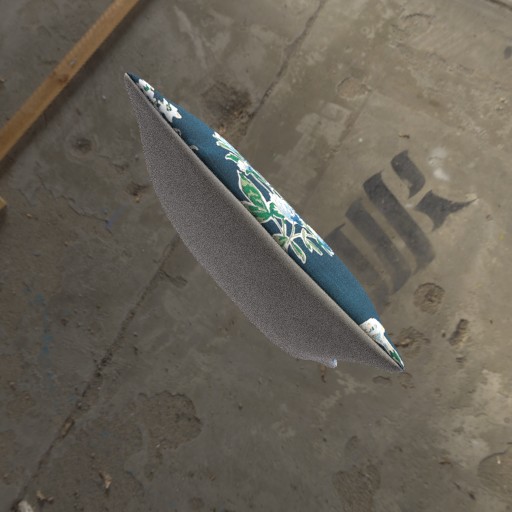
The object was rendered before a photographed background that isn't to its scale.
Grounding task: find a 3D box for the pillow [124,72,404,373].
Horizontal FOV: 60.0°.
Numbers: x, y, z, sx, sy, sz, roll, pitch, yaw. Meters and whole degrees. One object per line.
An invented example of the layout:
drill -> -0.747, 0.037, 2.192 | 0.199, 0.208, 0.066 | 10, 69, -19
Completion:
pillow -> 0.000, 0.000, 0.798 | 0.166, 0.508, 0.525 | -41, 79, -9
